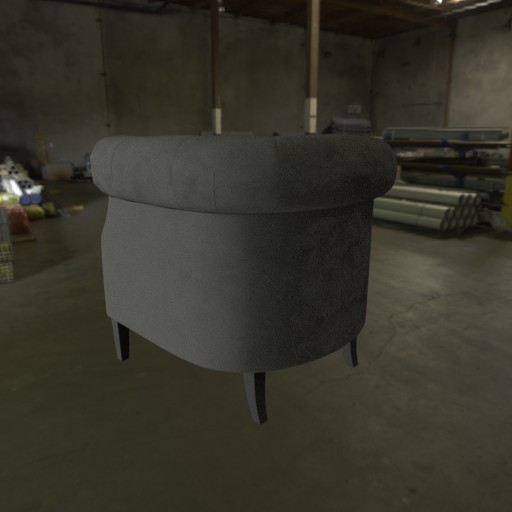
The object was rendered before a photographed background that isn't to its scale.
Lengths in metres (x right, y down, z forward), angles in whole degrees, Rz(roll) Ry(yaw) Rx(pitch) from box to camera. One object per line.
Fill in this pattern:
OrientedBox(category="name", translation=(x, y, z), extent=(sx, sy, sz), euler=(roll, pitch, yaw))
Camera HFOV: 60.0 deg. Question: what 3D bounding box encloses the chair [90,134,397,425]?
OrientedBox(category="chair", translation=(0.000, 0.000, 1.564), extent=(0.904, 0.826, 0.851), euler=(-14, 20, -42))
